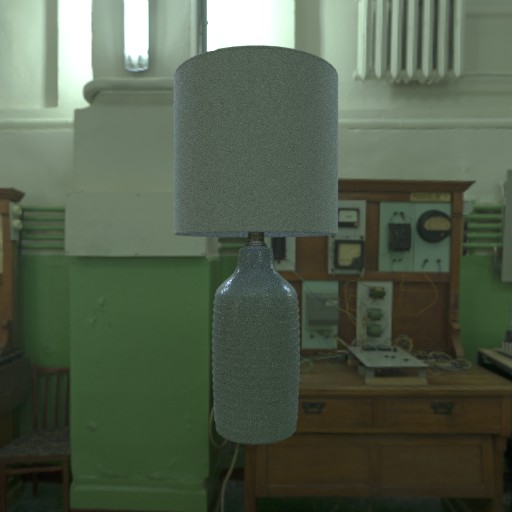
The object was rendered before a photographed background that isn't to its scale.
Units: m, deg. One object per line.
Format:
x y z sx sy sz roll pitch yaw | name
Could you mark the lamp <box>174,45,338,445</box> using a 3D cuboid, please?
0.000 0.000 0.608 0.220 0.475 0.220 0 1 1 | lamp
